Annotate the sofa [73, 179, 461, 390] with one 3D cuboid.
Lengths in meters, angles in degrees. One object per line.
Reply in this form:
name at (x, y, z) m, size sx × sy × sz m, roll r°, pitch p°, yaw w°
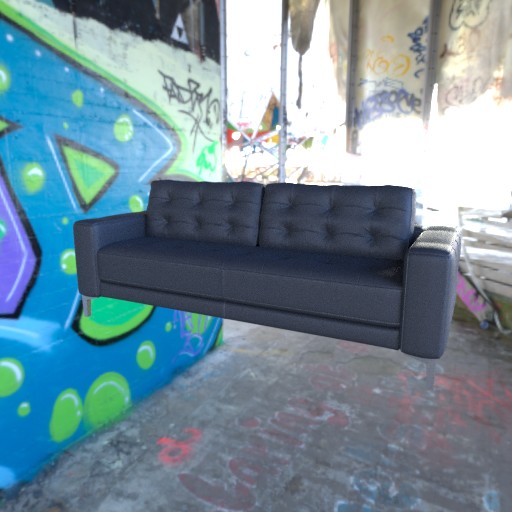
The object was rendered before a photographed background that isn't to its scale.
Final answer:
sofa at (0.000, 0.000, 2.744) m, size 2.275 × 0.893 × 0.833 m, roll 6°, pitch 14°, yaw 26°
